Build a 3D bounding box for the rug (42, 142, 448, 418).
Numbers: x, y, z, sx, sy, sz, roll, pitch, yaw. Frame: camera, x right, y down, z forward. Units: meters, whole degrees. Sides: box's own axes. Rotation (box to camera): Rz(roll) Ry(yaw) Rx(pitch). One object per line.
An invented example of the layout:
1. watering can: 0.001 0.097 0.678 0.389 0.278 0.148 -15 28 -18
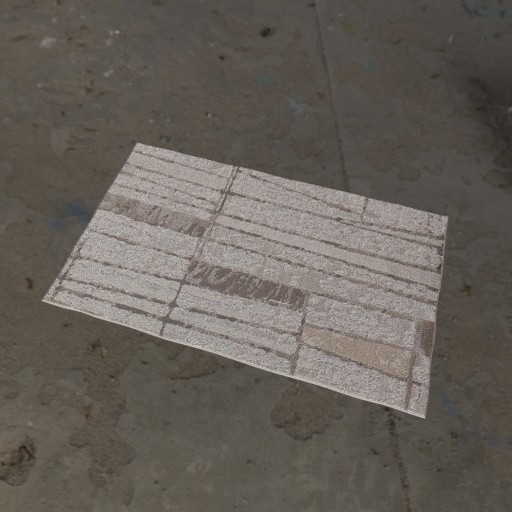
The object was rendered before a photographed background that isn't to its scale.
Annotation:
1. rug: 0.000 0.000 1.068 0.867 0.007 0.515 15 61 8
